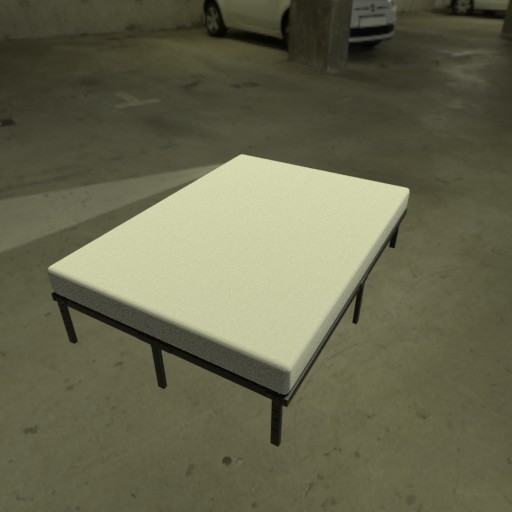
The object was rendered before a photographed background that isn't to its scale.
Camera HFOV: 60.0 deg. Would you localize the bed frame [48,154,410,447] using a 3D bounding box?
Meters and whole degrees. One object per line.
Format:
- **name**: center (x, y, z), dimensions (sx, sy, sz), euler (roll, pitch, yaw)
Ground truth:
- **bed frame**: center (0.000, 0.000, 3.806), dimensions (2.205, 0.680, 2.842), euler (22, 39, 30)
